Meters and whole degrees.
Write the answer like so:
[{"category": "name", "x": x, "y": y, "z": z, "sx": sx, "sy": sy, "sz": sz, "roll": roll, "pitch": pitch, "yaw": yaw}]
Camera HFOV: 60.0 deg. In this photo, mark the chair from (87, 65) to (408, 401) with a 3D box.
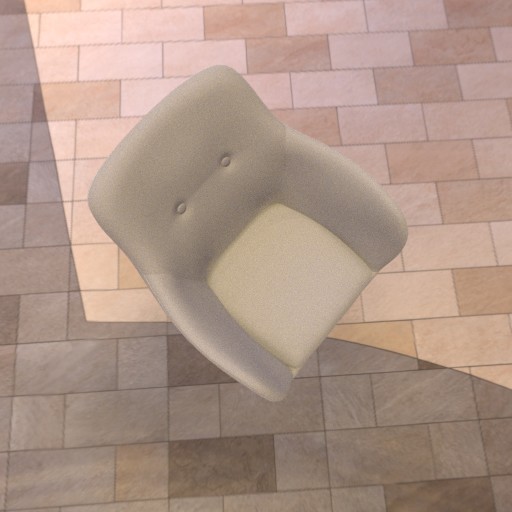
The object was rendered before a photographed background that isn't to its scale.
[{"category": "chair", "x": 0.000, "y": 0.000, "z": 1.239, "sx": 0.590, "sy": 0.830, "sz": 0.570, "roll": 39, "pitch": 79, "yaw": 9}]
